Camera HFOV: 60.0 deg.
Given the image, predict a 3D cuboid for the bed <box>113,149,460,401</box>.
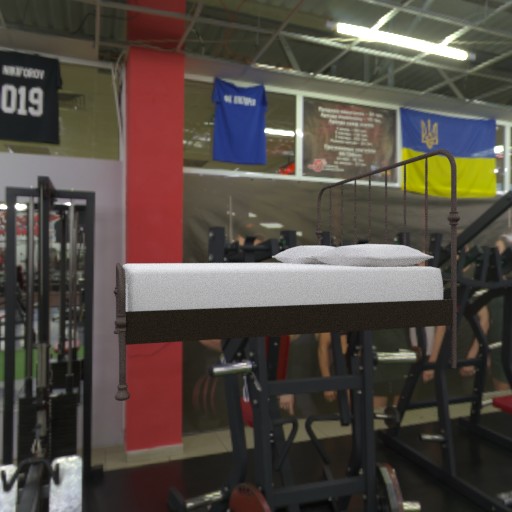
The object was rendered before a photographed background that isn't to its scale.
[{"bbox_3d":[0.000,0.000,3.491,2.134,1.446,2.044,0,0,-18],"label":"bed"}]
